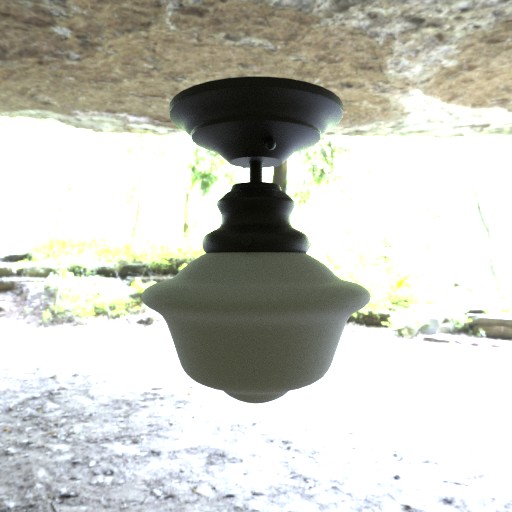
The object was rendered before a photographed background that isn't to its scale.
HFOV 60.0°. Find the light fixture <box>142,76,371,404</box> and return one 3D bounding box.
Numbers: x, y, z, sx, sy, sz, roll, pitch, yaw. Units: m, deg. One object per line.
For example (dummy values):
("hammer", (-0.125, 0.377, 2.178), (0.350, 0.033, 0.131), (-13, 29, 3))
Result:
("light fixture", (0.000, 0.000, 0.389), (0.197, 0.254, 0.197), (0, -1, 0))
